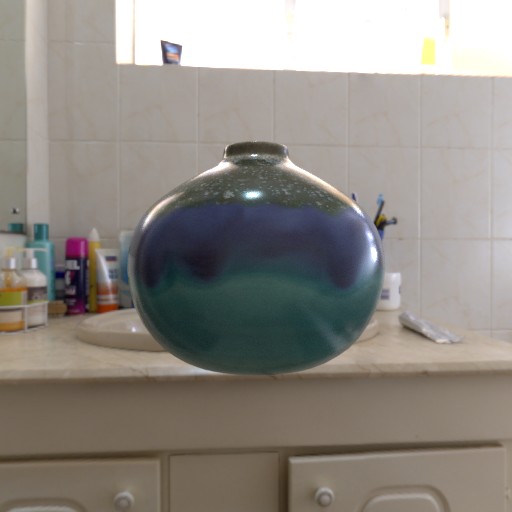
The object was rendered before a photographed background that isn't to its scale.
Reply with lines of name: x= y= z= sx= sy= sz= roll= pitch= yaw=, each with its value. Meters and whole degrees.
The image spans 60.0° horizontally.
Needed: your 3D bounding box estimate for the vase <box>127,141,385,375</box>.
vase: x=0.000 y=0.000 z=0.275 sx=0.154 sy=0.133 sz=0.154 roll=0 pitch=0 yaw=0
